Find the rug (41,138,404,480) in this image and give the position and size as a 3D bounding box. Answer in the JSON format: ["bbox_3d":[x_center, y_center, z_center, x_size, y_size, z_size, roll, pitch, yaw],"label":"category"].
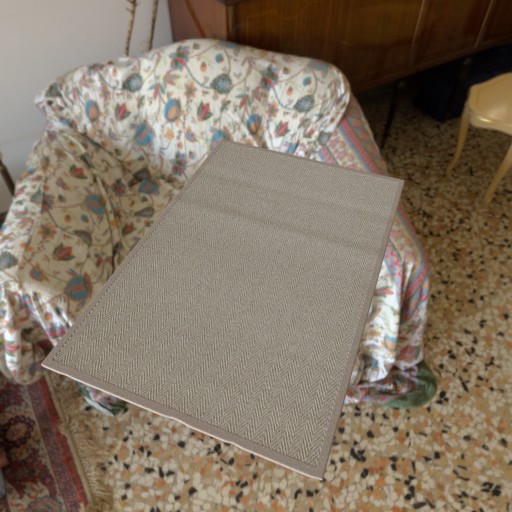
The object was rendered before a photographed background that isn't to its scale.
[{"bbox_3d":[0.000,0.000,2.861,1.540,0.021,2.290,16,50,14],"label":"rug"}]
